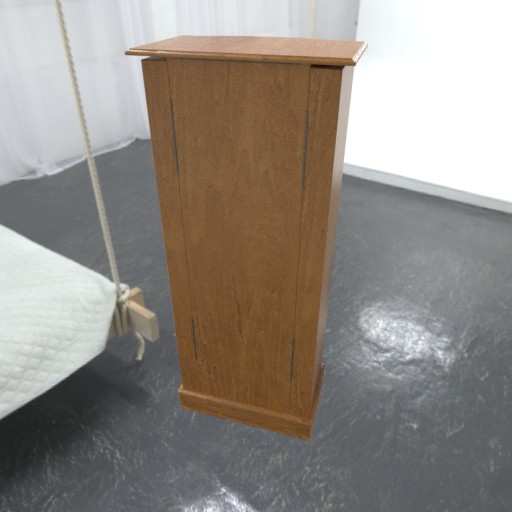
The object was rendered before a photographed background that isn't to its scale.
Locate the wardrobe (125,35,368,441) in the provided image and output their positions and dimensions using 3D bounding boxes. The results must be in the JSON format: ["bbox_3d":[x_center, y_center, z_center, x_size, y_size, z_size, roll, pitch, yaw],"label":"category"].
[{"bbox_3d":[0.000,0.000,1.102,0.406,0.959,0.273,9,33,14],"label":"wardrobe"}]
